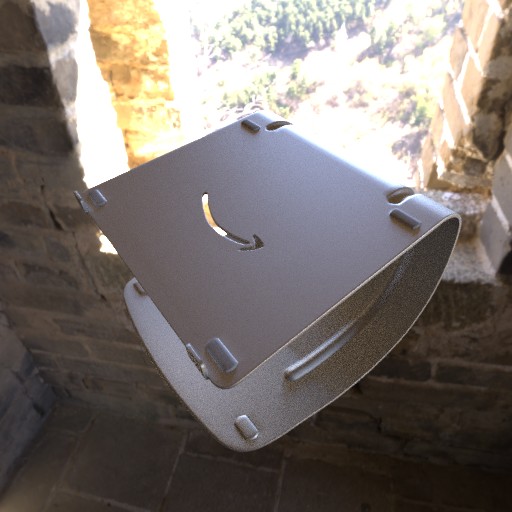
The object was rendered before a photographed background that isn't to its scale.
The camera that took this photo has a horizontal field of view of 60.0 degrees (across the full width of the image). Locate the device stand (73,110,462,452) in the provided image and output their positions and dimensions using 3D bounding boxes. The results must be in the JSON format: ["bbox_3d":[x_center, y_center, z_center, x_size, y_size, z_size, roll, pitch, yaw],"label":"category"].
[{"bbox_3d":[0.000,0.000,0.408,0.236,0.155,0.256,-25,46,-26],"label":"device stand"}]
